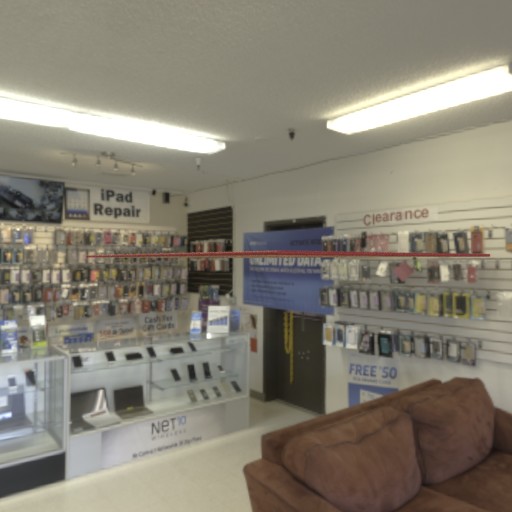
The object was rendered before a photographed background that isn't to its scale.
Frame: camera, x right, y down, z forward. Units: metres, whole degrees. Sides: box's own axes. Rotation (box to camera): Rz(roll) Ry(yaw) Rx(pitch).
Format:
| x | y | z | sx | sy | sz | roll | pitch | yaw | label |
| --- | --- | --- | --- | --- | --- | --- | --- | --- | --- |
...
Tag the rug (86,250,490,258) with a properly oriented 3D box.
| x | y | z | sx | sy | sz | roll | pitch | yaw | label |
| --- | --- | --- | --- | --- | --- | --- | --- | --- | --- |
| 0.000 | 0.000 | 2.285 | 1.194 | 0.013 | 1.802 | 0 | -1 | -37 | rug |
